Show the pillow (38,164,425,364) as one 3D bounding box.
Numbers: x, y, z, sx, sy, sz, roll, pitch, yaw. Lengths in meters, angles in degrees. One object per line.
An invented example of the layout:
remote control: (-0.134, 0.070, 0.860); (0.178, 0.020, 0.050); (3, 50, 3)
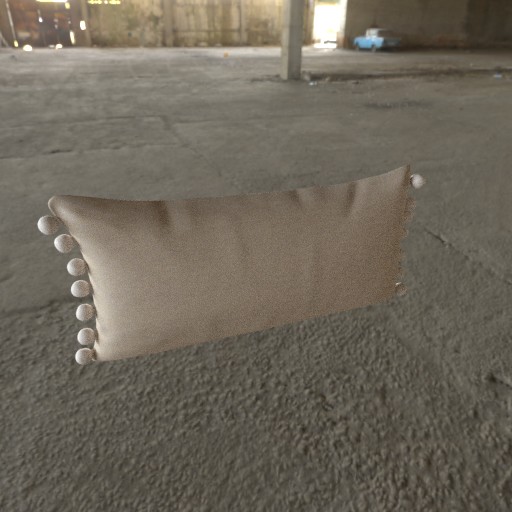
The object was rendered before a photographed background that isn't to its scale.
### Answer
pillow: (0.000, 0.000, 0.842); (0.709, 0.322, 0.201); (-9, 29, -17)
